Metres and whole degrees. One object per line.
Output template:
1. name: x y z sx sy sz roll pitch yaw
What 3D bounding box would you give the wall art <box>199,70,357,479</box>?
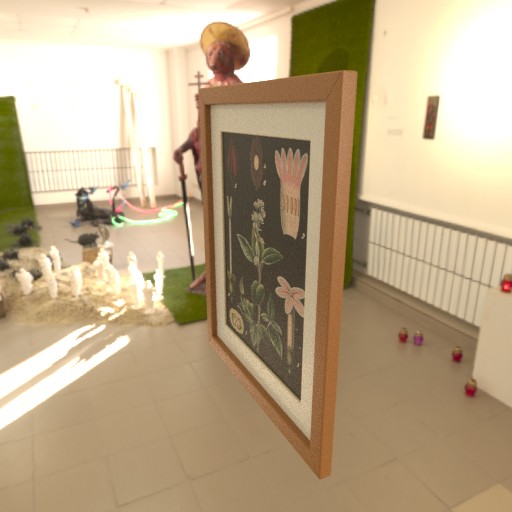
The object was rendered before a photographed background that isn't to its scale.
1. wall art: 0.000 0.000 0.518 0.015 0.379 0.310 -9 20 -25
